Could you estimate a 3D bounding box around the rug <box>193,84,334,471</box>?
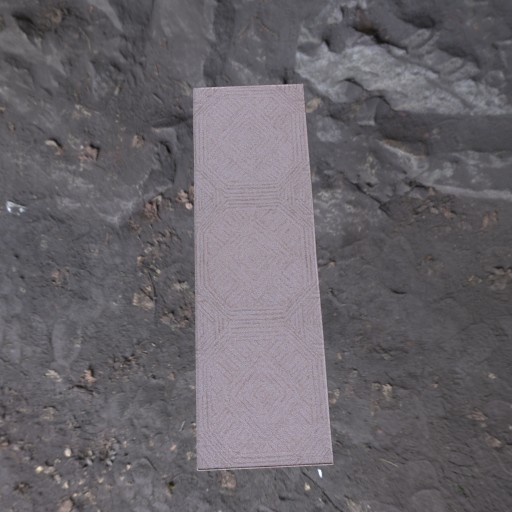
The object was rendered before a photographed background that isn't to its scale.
[{"bbox_3d":[0.000,0.000,2.790,0.775,0.012,2.452,-2,76,-1],"label":"rug"}]
